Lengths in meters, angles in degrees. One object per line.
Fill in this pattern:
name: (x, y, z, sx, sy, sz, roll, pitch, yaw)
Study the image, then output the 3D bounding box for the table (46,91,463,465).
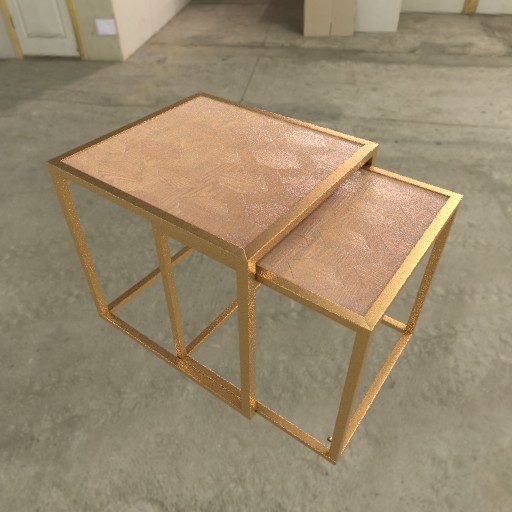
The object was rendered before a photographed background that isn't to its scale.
table: (0.000, 0.000, 1.107, 0.762, 0.505, 0.505, 25, 47, 26)
